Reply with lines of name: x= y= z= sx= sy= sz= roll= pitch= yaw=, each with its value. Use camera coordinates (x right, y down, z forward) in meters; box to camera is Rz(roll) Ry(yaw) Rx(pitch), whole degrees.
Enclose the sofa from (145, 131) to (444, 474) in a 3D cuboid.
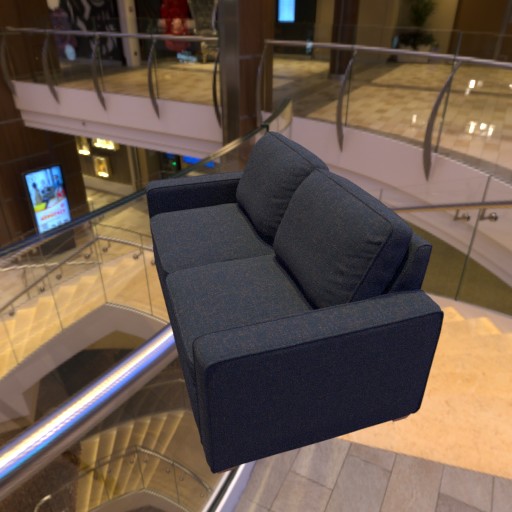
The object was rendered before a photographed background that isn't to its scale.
sofa: x=0.000 y=0.000 z=2.268 sx=0.947 sy=0.918 sz=1.709 roll=-9 pitch=31 yaw=-16
